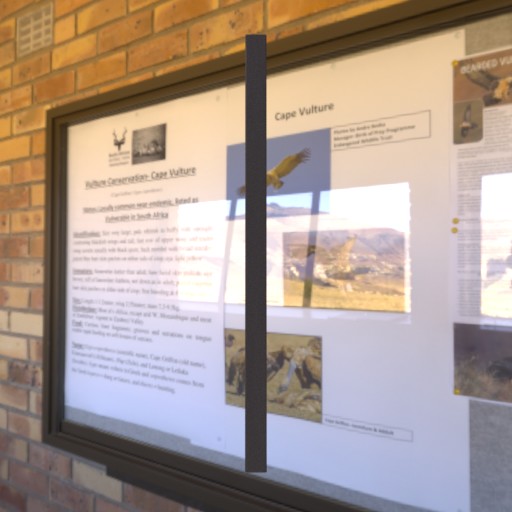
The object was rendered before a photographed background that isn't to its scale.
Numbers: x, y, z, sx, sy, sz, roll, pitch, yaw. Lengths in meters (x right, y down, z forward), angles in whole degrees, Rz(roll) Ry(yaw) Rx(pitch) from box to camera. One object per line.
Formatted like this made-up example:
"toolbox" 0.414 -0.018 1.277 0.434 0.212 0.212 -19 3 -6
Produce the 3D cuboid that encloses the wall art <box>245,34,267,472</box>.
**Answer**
"wall art" 0.000 0.000 0.458 0.015 0.303 0.304 0 -1 0
